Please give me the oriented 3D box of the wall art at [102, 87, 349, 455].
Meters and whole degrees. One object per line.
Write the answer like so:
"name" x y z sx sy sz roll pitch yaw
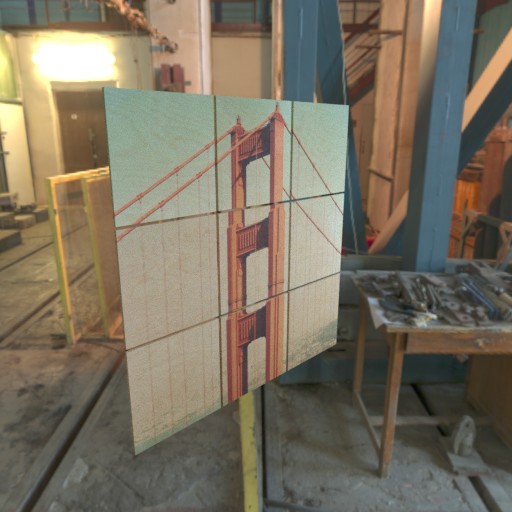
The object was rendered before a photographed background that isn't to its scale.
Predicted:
"wall art" 0.000 0.000 2.270 0.013 1.523 1.517 15 21 43
